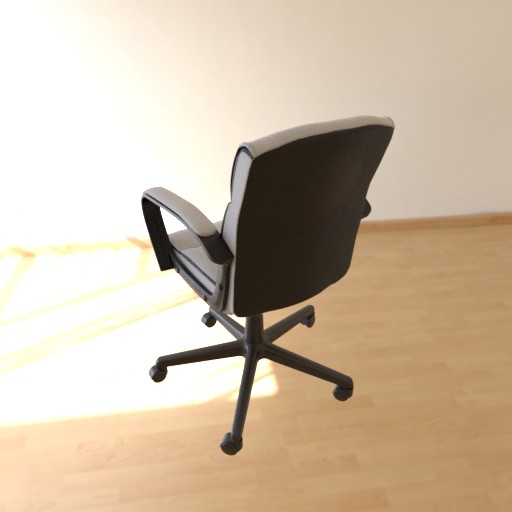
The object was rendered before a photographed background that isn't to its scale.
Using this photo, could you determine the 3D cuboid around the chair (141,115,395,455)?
[{"bbox_3d":[0.000,0.000,1.473,0.739,1.004,0.717,-18,34,-29],"label":"chair"}]
